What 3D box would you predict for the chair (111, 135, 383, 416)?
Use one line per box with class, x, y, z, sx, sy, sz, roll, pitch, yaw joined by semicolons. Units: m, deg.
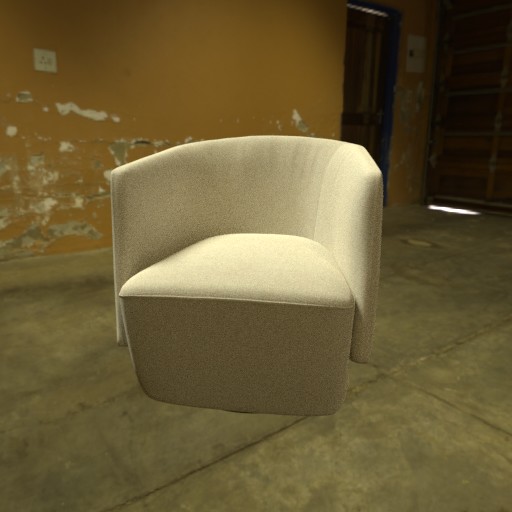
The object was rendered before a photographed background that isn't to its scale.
chair;0.000;0.000;1.610;0.822;0.861;0.986;2;14;8
